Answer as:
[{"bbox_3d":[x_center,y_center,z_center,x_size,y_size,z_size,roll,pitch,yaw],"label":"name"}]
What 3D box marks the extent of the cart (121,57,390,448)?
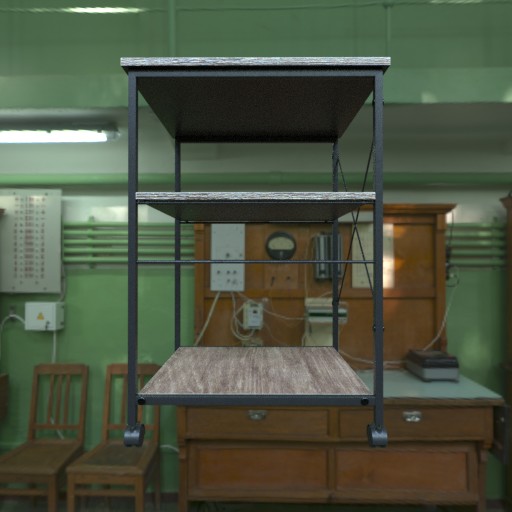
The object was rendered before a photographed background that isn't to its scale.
[{"bbox_3d":[0.000,0.000,1.112,0.520,0.762,0.521,0,0,0],"label":"cart"}]
